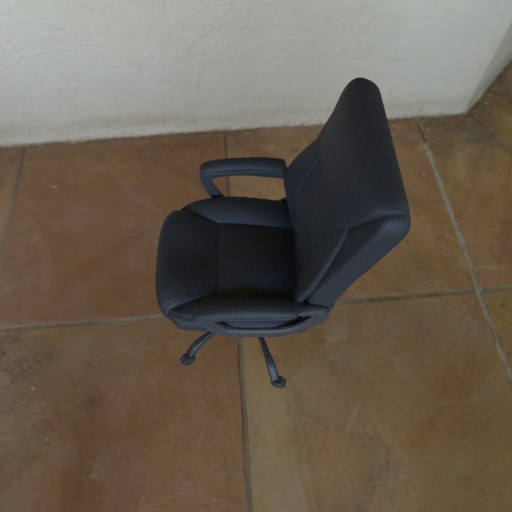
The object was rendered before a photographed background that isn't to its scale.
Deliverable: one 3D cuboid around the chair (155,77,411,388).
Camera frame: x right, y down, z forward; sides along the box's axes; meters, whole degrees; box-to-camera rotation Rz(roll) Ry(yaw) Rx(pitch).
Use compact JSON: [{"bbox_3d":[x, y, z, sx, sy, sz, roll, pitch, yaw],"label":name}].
[{"bbox_3d":[0.000,0.000,1.458,0.655,1.072,0.615,-1,60,-1],"label":"chair"}]
